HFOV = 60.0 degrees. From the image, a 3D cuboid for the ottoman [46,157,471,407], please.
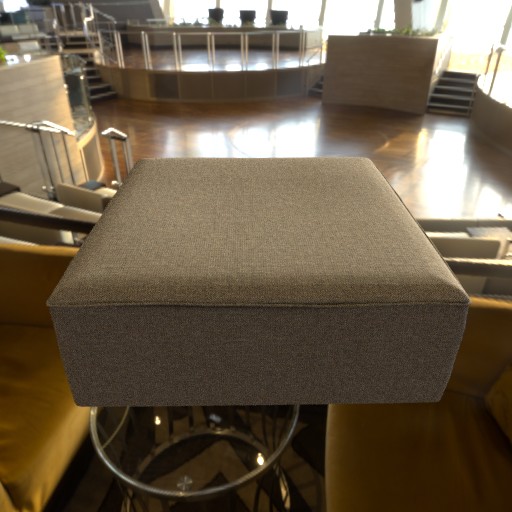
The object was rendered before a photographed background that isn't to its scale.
[{"bbox_3d":[0.000,0.000,1.536,1.023,0.423,1.017,0,31,0],"label":"ottoman"}]
